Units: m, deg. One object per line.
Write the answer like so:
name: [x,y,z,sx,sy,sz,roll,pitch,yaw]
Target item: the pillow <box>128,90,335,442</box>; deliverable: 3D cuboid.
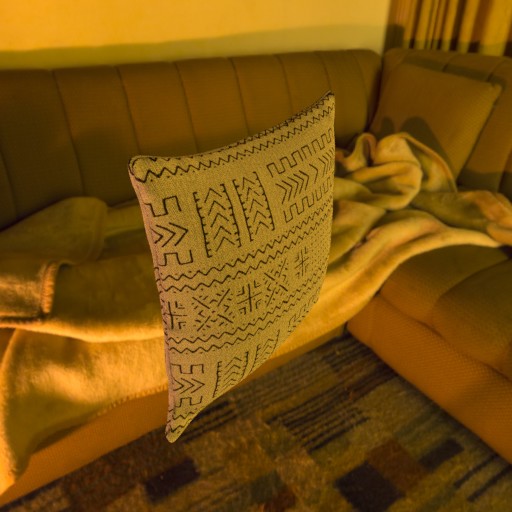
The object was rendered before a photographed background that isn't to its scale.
pillow: [0.000,0.000,0.689,0.164,0.430,0.438,20,36,30]
